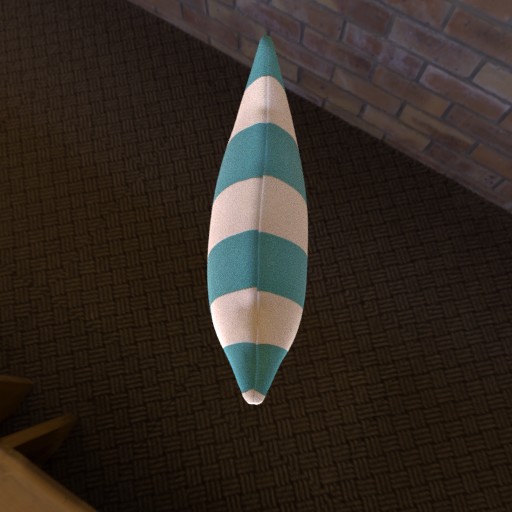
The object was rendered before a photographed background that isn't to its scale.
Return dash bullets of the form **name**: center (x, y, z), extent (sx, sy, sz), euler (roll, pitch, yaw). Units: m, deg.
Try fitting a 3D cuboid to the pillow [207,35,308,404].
- **pillow**: center (0.000, 0.000, 0.834), extent (0.189, 0.526, 0.536), euler (1, 75, 0)
